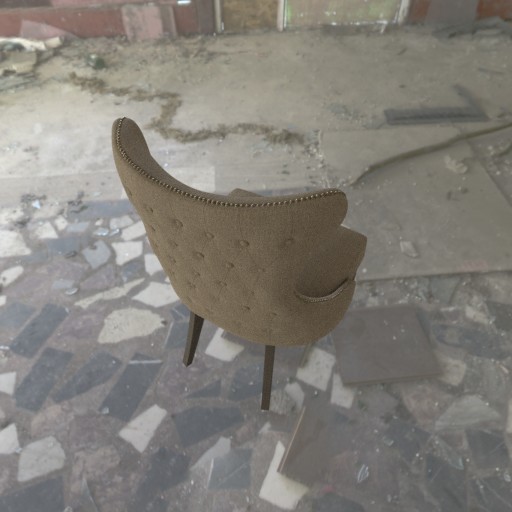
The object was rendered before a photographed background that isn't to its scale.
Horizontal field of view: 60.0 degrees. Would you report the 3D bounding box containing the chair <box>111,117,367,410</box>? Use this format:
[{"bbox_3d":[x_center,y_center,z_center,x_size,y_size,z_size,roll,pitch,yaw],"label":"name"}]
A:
[{"bbox_3d":[0.000,0.000,1.402,0.628,0.967,0.635,23,51,20],"label":"chair"}]
